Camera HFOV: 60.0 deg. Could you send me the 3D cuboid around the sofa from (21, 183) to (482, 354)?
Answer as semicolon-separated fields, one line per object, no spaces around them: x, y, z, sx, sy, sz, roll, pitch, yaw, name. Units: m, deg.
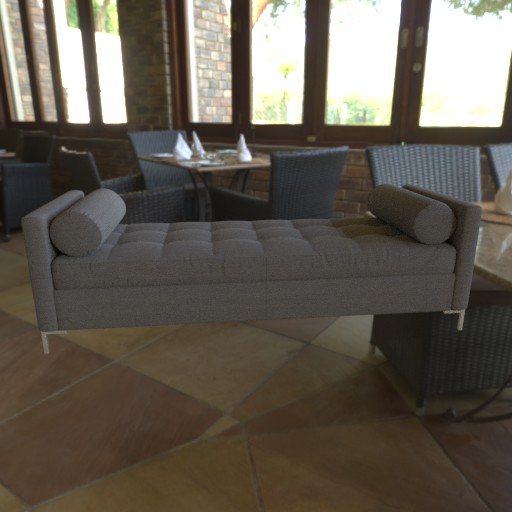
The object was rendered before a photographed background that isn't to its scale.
0.000;0.000;2.288;1.981;0.635;0.686;-2;18;-6;sofa
